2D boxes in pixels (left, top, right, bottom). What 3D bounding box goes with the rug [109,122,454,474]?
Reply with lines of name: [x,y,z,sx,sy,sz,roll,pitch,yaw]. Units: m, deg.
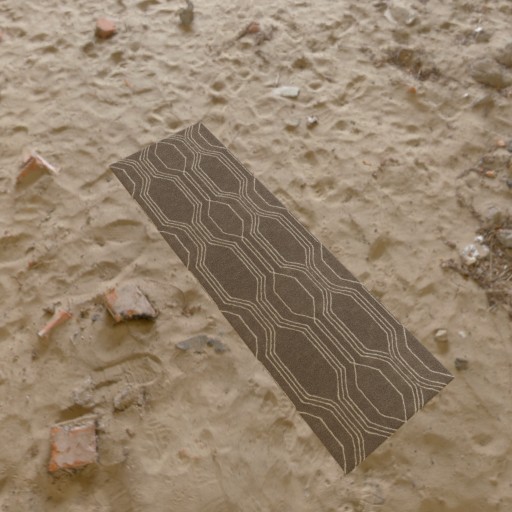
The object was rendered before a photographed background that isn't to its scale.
rug: [0.000,0.000,2.733,0.773,0.012,2.464,-32,63,-19]
